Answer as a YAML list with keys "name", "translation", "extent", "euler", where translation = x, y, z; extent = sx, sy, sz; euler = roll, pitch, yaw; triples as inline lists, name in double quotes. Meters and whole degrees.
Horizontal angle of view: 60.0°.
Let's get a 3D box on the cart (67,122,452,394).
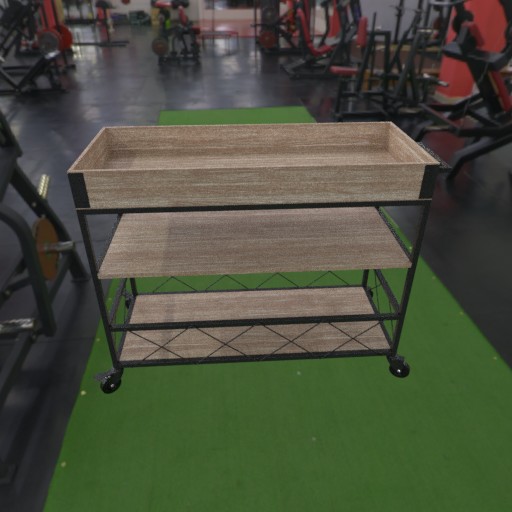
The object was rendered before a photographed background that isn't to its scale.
- name: "cart"
  translation: [0.000, 0.000, 1.516]
  extent: [1.101, 0.787, 0.500]
  euler: [-2, 32, -3]
